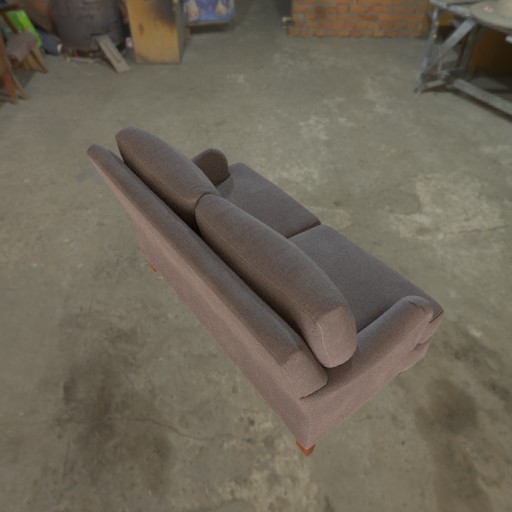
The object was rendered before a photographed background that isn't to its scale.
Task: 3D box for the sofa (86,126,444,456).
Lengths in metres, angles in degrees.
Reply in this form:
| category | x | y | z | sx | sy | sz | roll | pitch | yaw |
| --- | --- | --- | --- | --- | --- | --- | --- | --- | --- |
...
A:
| category | x | y | z | sx | sy | sz | roll | pitch | yaw |
| --- | --- | --- | --- | --- | --- | --- | --- | --- | --- |
| sofa | 0.000 | 0.000 | 2.508 | 1.084 | 1.101 | 1.853 | -27 | 49 | -26 |
